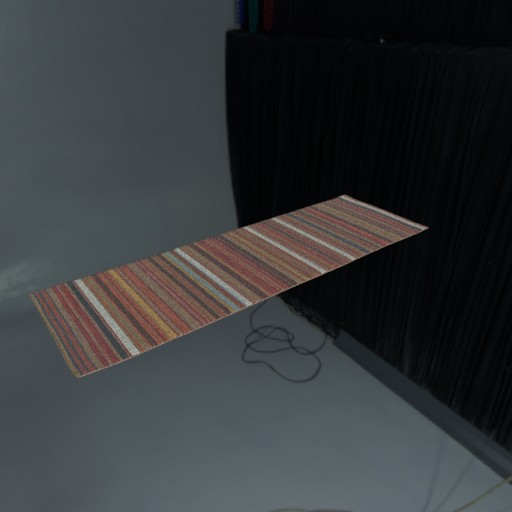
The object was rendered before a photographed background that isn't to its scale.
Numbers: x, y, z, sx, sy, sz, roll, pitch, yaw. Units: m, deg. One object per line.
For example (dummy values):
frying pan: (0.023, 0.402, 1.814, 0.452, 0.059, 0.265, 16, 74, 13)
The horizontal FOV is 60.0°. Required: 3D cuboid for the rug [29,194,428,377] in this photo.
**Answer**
rug: (0.000, 0.000, 2.730, 2.444, 0.030, 0.799, -20, 34, -32)
